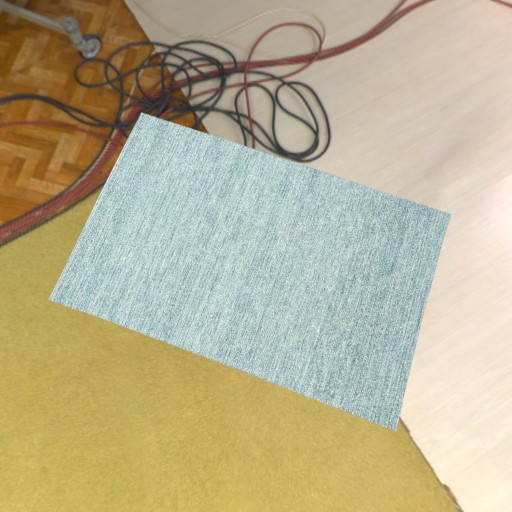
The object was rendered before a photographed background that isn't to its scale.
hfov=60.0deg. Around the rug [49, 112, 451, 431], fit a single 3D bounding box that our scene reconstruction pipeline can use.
[{"bbox_3d":[0.000,0.000,2.342,1.853,0.022,1.174,19,76,5],"label":"rug"}]
